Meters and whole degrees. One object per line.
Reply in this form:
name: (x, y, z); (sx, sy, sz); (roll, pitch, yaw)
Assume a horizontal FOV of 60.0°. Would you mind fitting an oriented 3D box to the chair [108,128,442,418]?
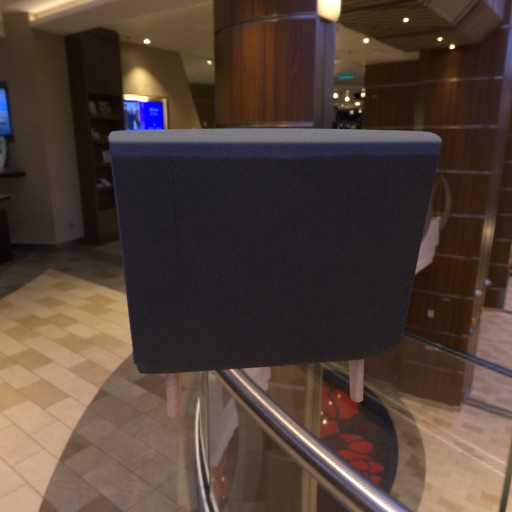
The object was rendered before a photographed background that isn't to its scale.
chair: (0.000, 0.000, 1.490); (0.770, 0.808, 0.900); (-2, 15, -8)
